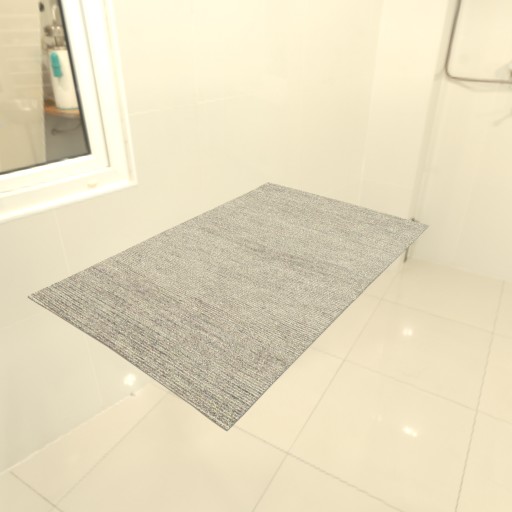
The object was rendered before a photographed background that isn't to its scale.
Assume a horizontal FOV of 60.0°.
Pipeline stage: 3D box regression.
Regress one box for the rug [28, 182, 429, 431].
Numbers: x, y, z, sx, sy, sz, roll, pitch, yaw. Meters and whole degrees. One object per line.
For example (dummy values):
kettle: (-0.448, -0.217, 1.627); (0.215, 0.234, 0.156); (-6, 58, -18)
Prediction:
rug: (0.000, 0.000, 2.265); (1.162, 0.022, 1.804); (21, 36, 32)
